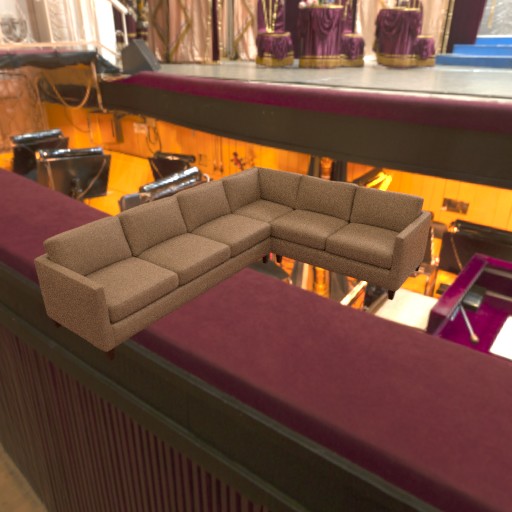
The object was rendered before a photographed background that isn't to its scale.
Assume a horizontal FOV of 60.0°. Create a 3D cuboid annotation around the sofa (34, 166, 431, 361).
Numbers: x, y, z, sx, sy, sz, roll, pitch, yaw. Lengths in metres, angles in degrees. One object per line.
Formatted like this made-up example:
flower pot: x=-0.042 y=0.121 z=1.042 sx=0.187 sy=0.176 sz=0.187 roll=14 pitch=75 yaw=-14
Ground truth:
sofa: x=0.000 y=0.000 z=4.529 sx=2.522 sy=0.934 sz=3.333 roll=18 pitch=31 yaw=32
